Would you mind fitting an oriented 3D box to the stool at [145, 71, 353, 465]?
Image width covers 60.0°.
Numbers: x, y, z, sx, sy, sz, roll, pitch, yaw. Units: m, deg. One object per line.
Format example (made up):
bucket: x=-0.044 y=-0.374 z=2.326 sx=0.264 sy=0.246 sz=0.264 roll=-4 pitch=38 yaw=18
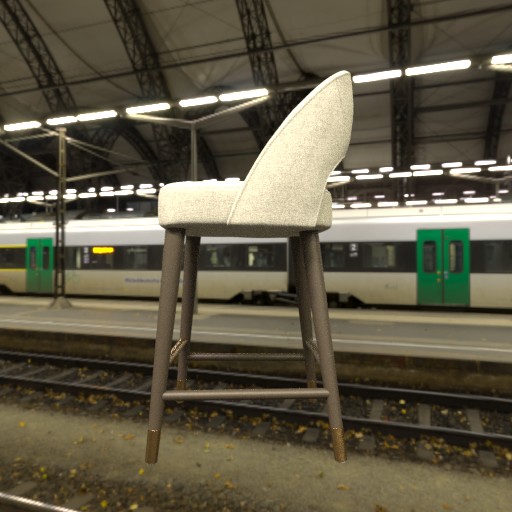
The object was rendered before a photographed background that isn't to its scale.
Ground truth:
stool: x=0.000 y=0.000 z=1.224 sx=0.509 sy=0.940 sz=0.494 roll=0 pitch=0 yaw=-1
